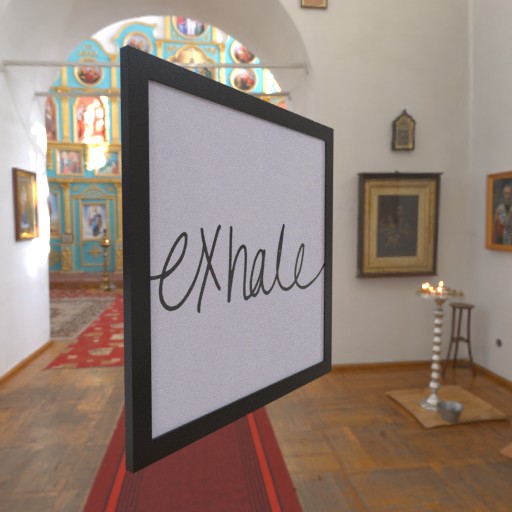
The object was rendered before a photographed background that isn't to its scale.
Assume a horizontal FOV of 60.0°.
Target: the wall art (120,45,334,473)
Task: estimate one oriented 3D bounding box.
[{"bbox_3d":[0.000,0.000,0.640,0.014,0.445,0.446,2,3,37],"label":"wall art"}]
